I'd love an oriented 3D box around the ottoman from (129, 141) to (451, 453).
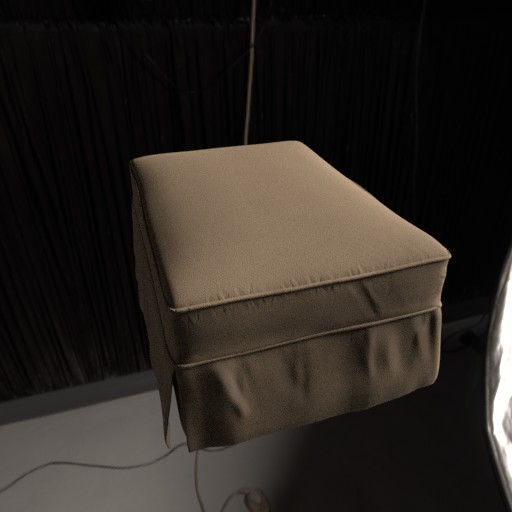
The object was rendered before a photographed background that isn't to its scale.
[{"bbox_3d":[0.000,0.000,1.353,0.721,0.482,0.959,-10,33,-16],"label":"ottoman"}]
